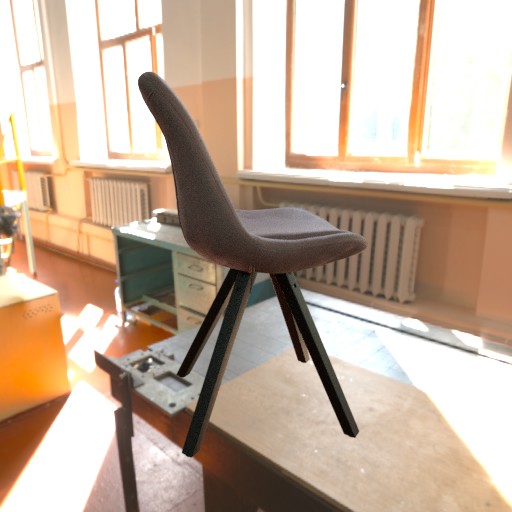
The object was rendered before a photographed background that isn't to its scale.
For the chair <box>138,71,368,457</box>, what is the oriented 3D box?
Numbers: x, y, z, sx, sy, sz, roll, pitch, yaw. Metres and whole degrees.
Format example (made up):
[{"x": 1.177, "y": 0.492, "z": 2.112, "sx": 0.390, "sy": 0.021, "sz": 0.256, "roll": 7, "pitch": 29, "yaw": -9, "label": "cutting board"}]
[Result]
[{"x": 0.000, "y": 0.000, "z": 1.175, "sx": 0.547, "sy": 0.865, "sz": 0.483, "roll": -3, "pitch": 15, "yaw": -11, "label": "chair"}]
